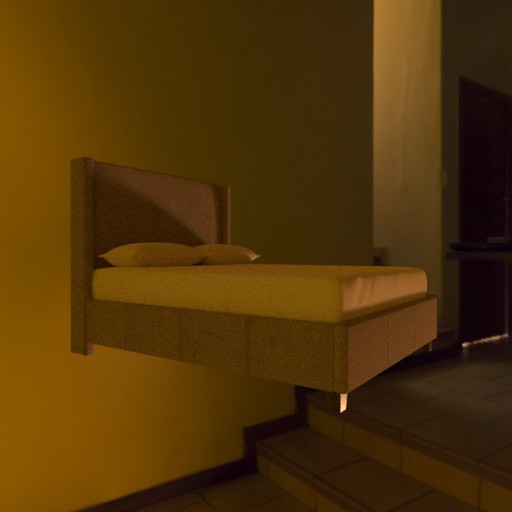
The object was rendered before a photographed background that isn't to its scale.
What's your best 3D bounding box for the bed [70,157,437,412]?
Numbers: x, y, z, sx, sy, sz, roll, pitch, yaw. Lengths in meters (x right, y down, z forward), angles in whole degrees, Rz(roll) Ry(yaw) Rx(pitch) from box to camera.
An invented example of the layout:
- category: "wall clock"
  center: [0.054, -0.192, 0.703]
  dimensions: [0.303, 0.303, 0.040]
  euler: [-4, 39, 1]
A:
- category: "bed"
  center: [0.000, 0.000, 3.399]
  dimensions: [2.245, 1.481, 1.714]
  euler: [0, 0, 35]
